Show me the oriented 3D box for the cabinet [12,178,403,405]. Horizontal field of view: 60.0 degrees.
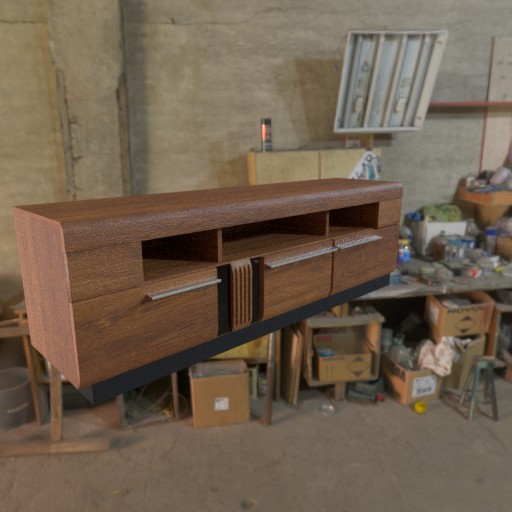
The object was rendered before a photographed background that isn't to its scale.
[{"bbox_3d":[0.000,0.000,1.769,1.600,0.510,0.419,-13,19,-42],"label":"cabinet"}]
